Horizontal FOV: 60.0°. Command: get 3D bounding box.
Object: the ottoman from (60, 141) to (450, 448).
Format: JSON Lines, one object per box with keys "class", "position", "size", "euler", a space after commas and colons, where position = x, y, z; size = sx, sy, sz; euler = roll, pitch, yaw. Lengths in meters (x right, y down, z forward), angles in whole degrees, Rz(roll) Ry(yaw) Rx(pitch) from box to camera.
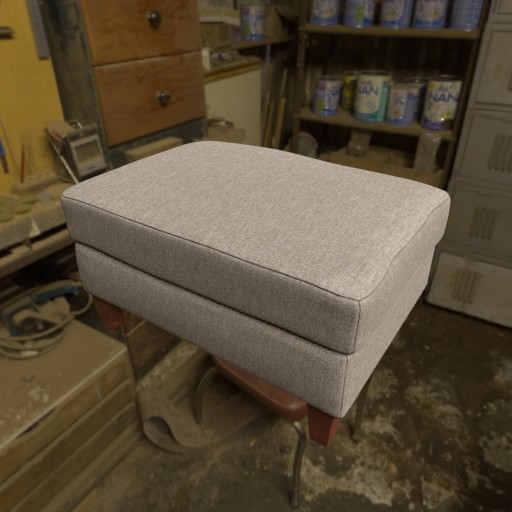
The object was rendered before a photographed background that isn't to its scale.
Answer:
{"class": "ottoman", "position": [0.000, 0.000, 1.266], "size": [0.873, 0.494, 0.639], "euler": [19, 35, 29]}
